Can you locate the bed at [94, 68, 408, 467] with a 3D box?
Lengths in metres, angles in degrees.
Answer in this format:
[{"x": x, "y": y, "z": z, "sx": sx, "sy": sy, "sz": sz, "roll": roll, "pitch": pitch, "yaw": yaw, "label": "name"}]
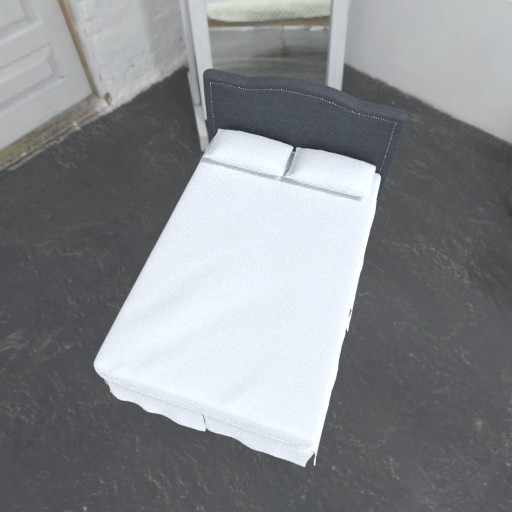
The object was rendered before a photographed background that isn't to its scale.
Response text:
[{"x": 0.000, "y": 0.000, "z": 3.464, "sx": 1.747, "sy": 1.441, "sz": 2.507, "roll": 16, "pitch": 60, "yaw": 9, "label": "bed"}]
